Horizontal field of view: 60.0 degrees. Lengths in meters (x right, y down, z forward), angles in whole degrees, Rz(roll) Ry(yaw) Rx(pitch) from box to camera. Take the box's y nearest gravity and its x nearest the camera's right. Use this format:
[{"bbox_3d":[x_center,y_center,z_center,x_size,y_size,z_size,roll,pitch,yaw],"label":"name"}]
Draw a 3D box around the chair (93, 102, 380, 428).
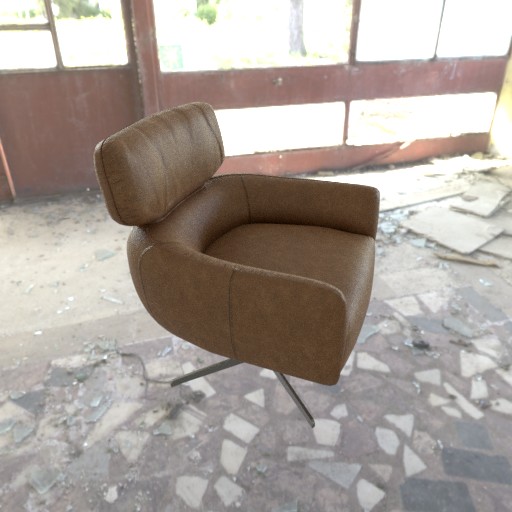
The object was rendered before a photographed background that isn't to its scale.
[{"bbox_3d":[0.000,0.000,1.374,0.715,0.812,0.706,10,32,17],"label":"chair"}]
